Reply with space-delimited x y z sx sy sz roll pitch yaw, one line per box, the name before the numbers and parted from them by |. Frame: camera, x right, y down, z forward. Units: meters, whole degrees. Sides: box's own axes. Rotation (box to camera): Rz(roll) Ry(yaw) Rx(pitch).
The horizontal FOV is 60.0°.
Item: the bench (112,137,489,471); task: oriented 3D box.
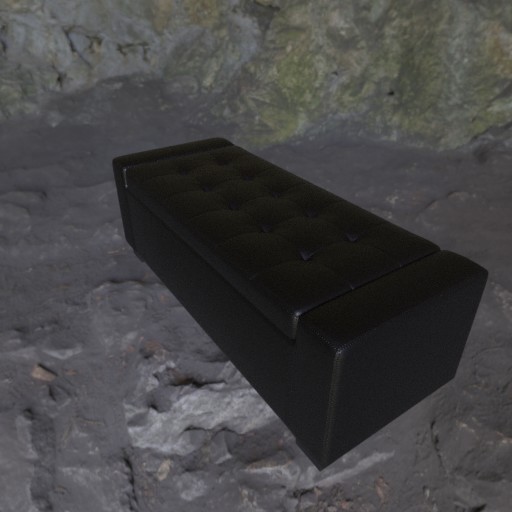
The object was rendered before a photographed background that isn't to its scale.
bench | 0.000 0.000 1.512 0.508 0.445 1.296 -20 37 -28
